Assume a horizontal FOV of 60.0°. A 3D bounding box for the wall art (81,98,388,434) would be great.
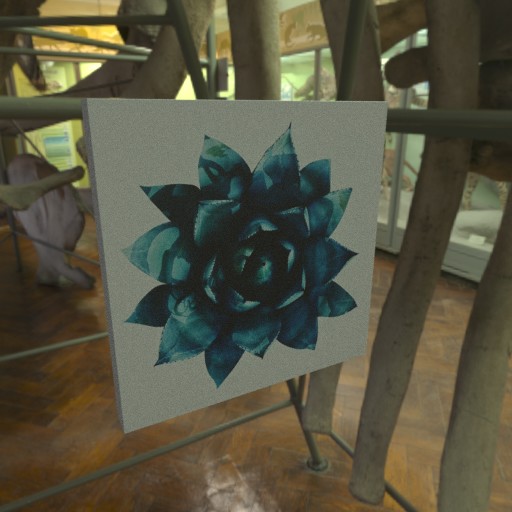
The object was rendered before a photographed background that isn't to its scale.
[{"bbox_3d":[0.000,0.000,0.614,0.406,0.406,0.038,-10,21,-27],"label":"wall art"}]
